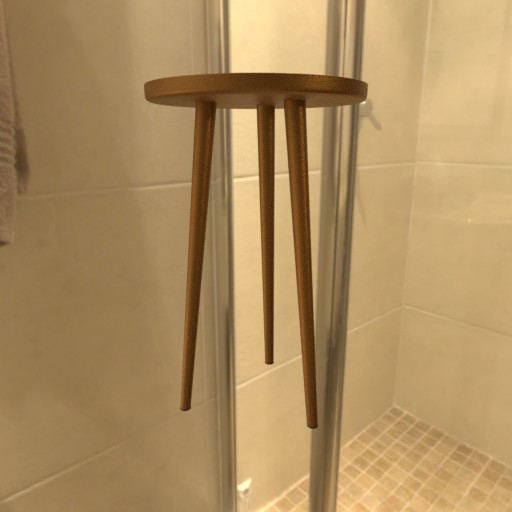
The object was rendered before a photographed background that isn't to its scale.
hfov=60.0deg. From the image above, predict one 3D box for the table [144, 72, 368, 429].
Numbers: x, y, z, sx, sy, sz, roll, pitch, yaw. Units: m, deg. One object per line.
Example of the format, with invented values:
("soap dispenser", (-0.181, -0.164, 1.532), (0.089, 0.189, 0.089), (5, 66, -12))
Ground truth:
("table", (0.000, 0.000, 0.671), (0.299, 0.480, 0.299), (3, 15, 10))
